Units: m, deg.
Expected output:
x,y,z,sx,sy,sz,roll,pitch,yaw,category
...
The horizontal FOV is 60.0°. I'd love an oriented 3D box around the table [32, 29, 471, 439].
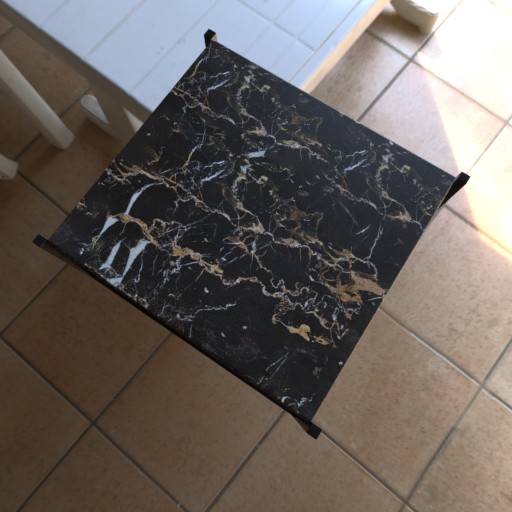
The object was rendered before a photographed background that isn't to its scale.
x,y,z,sx,sy,sz,roll,pitch,yaw,category
0.000,0.000,0.892,0.469,0.534,0.432,33,77,8,table
